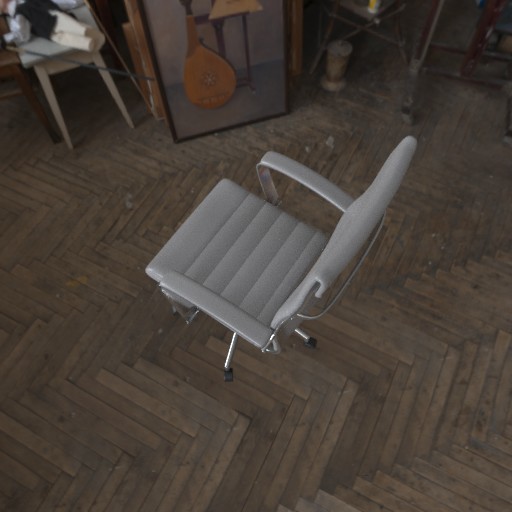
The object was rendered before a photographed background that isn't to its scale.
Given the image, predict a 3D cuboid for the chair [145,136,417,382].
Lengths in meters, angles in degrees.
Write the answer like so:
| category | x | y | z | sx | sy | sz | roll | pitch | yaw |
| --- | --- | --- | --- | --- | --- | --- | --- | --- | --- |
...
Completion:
| category | x | y | z | sx | sy | sz | roll | pitch | yaw |
| --- | --- | --- | --- | --- | --- | --- | --- | --- | --- |
| chair | 0.000 | 0.000 | 1.533 | 0.667 | 1.149 | 0.679 | 31 | 67 | 15 |
